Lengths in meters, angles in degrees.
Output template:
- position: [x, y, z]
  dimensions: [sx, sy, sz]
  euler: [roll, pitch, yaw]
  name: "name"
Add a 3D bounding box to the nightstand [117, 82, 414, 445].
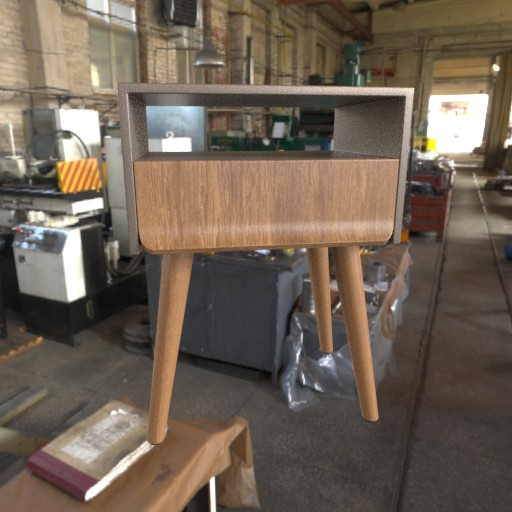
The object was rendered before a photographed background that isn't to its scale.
- position: [0.000, 0.000, 0.736]
  dimensions: [0.370, 0.508, 0.288]
  euler: [-2, 16, -9]
  name: "nightstand"
